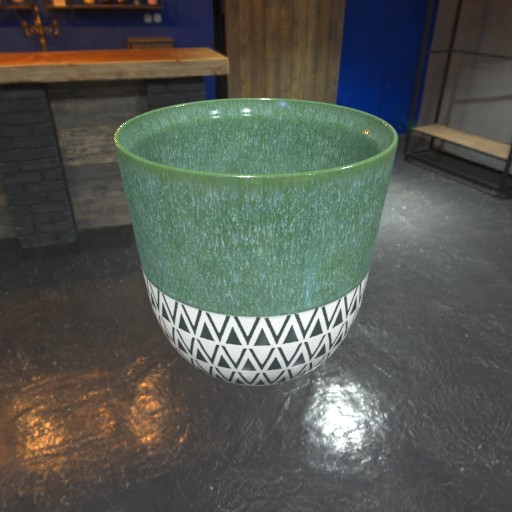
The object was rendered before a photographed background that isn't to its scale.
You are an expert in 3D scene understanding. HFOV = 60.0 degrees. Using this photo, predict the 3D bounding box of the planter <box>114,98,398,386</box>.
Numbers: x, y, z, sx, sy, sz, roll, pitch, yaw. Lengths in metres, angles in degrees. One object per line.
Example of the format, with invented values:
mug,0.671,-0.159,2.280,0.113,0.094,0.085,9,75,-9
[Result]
planter,0.000,0.000,0.369,0.195,0.214,0.195,0,31,0
